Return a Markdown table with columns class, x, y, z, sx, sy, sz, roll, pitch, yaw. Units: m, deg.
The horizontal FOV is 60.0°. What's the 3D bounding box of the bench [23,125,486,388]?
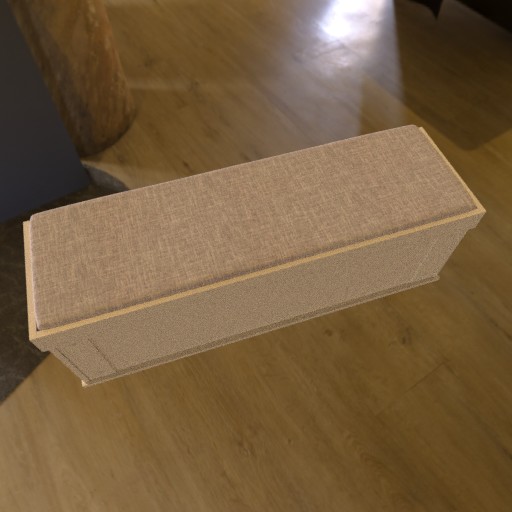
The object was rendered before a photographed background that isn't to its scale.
| class | x | y | z | sx | sy | sz | roll | pitch | yaw |
| --- | --- | --- | --- | --- | --- | --- | --- | --- | --- |
| bench | 0.000 | 0.000 | 1.369 | 1.196 | 0.453 | 0.363 | -15 | 59 | -10 |
